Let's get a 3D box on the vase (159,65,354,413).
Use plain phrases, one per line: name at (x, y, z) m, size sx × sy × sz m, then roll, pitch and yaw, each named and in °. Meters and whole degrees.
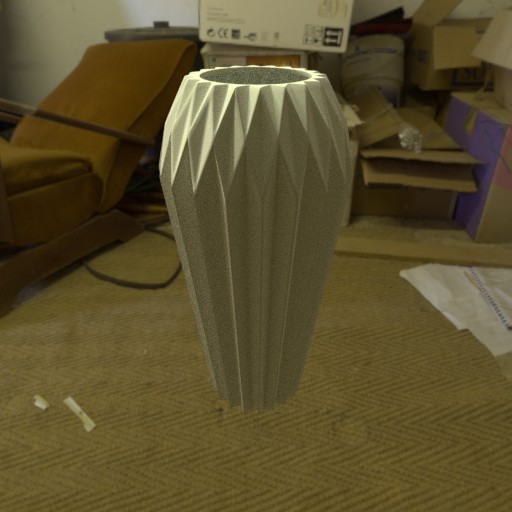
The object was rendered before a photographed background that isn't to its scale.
vase at (0.000, 0.000, 0.344) m, size 0.133 × 0.263 × 0.133 m, roll 0°, pitch 31°, yaw 0°
